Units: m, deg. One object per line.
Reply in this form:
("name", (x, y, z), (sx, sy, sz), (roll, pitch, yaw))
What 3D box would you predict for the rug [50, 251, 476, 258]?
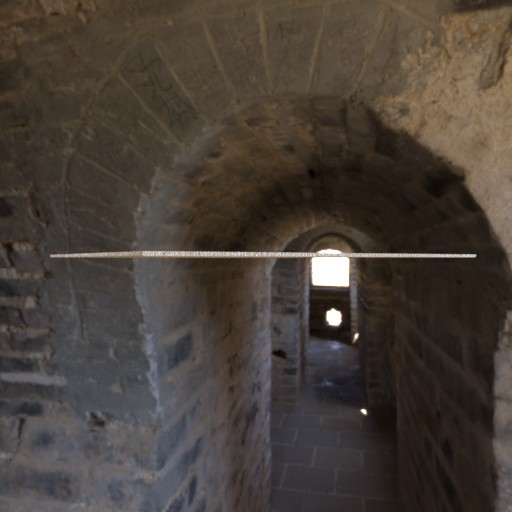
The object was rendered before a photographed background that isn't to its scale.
("rug", (0.000, 0.000, 3.992), (3.000, 0.026, 2.400), (0, 0, -35))
